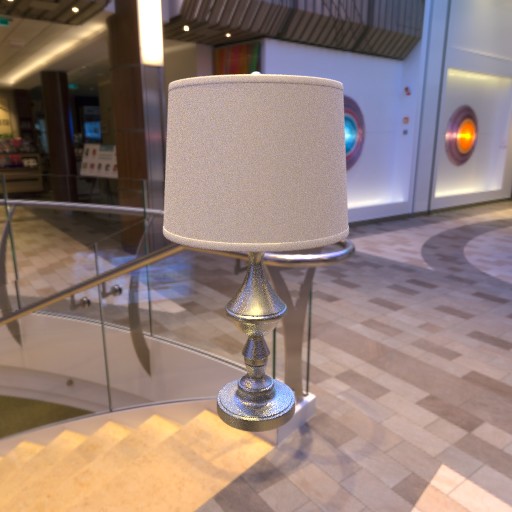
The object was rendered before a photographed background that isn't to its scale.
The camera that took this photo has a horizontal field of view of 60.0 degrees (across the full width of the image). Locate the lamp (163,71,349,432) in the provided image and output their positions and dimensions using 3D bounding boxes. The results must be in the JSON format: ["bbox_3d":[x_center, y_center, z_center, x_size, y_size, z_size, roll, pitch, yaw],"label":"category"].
[{"bbox_3d":[0.000,0.000,0.946,0.383,0.733,0.383,0,15,0],"label":"lamp"}]
